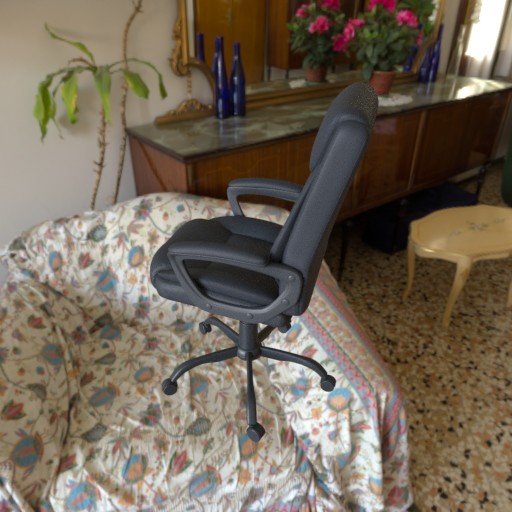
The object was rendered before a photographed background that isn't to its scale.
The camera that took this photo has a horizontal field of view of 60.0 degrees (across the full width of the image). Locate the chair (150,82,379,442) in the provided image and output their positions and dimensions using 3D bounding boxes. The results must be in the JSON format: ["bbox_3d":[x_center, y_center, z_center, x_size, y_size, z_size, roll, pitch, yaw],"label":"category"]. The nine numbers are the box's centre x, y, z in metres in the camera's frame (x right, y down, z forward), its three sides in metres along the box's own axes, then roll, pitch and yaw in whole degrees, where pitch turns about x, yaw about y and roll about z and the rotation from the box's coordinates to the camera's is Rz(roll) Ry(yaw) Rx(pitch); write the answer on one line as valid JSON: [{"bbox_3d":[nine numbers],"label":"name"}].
[{"bbox_3d":[0.000,0.000,1.480,0.655,1.072,0.615,8,31,14],"label":"chair"}]
